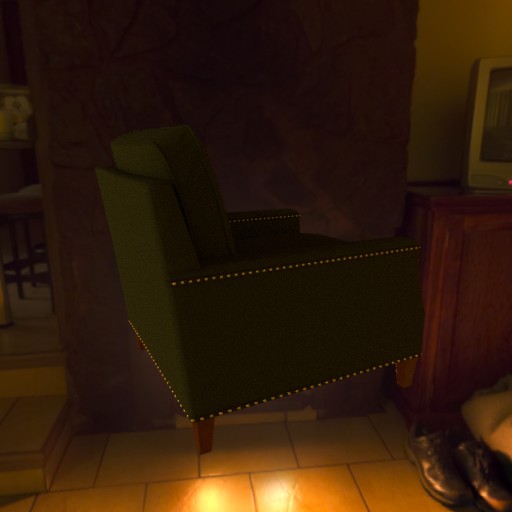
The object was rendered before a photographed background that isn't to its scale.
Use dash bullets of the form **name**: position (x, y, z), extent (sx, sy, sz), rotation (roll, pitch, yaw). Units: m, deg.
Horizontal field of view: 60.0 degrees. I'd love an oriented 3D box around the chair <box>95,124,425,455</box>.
- **chair**: position (0.000, 0.000, 1.711), extent (1.014, 0.943, 0.853), rotation (-7, 16, -26)
